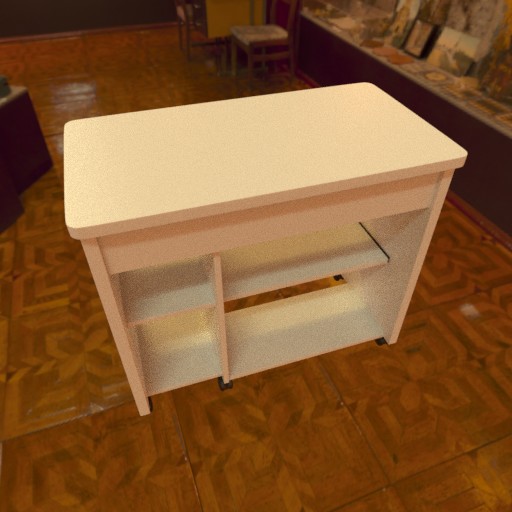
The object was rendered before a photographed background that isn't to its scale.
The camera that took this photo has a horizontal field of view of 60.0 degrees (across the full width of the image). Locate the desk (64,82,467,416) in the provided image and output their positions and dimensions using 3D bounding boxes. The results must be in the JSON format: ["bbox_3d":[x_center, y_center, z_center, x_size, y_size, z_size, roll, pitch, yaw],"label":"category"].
[{"bbox_3d":[0.000,0.000,1.316,0.877,0.763,0.475,-12,43,-13],"label":"desk"}]
